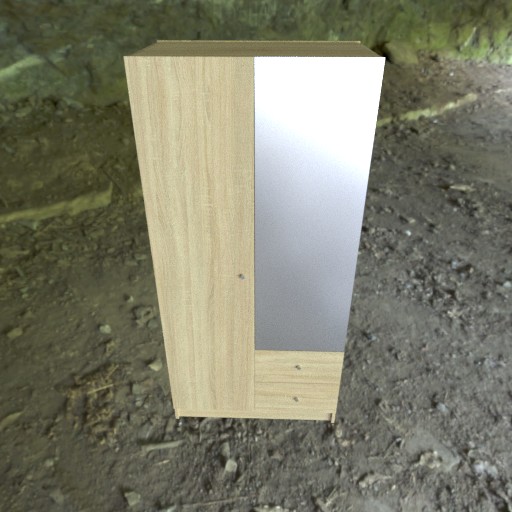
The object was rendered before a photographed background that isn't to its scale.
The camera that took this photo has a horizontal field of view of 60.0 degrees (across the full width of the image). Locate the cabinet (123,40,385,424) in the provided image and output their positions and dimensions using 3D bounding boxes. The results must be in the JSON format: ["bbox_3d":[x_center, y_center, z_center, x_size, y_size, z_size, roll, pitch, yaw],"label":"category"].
[{"bbox_3d":[0.000,0.000,2.479,1.001,2.121,0.590,1,31,2],"label":"cabinet"}]
